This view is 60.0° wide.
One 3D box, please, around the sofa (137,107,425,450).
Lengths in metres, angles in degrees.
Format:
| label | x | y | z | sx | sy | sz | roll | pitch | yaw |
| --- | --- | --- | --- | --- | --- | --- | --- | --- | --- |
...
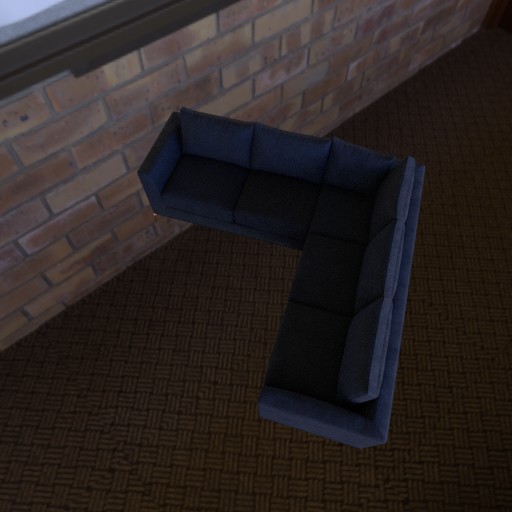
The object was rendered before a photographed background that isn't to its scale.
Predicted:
| label | x | y | z | sx | sy | sz | roll | pitch | yaw |
| --- | --- | --- | --- | --- | --- | --- | --- | --- | --- |
| sofa | 0.000 | 0.000 | 3.804 | 2.472 | 0.988 | 2.463 | 15 | 60 | 9 |
